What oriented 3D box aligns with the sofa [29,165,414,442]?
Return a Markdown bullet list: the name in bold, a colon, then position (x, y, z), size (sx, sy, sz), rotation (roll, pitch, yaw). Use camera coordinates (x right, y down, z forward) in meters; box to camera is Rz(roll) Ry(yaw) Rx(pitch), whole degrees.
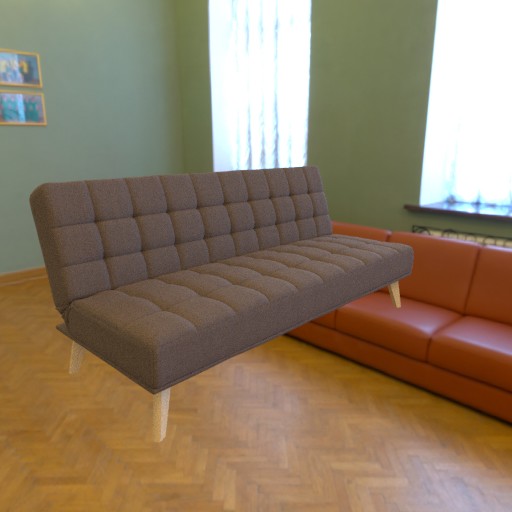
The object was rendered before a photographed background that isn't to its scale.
- **sofa**: position (0.000, 0.000, 2.225), size (0.860, 0.810, 1.800), rotation (14, 20, 42)
